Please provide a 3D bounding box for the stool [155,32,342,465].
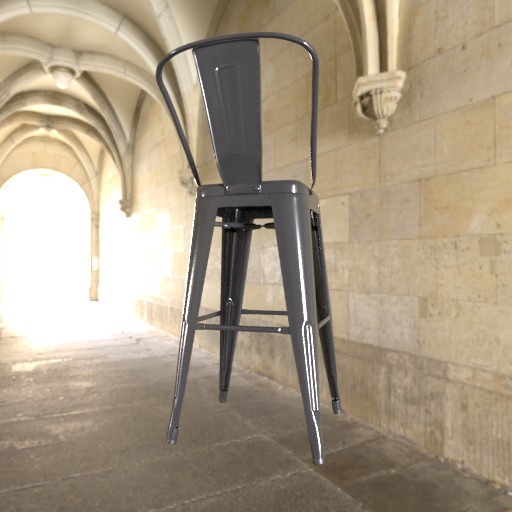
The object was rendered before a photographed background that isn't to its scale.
[{"bbox_3d":[0.000,0.000,1.271,0.432,1.022,0.528,0,-1,17],"label":"stool"}]
